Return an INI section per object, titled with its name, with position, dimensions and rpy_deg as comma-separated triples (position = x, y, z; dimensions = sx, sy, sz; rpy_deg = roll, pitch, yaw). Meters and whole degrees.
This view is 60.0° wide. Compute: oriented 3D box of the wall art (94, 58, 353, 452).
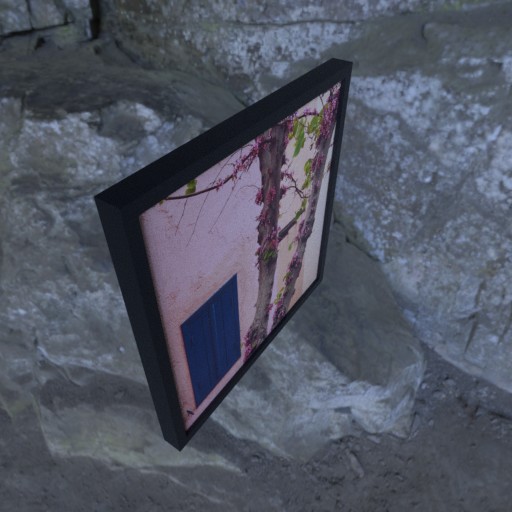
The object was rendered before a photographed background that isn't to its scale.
[wall art]
position = 0.000, 0.000, 0.754
dimensions = 0.038, 0.508, 0.508
rpy_deg = 25, 47, 25
